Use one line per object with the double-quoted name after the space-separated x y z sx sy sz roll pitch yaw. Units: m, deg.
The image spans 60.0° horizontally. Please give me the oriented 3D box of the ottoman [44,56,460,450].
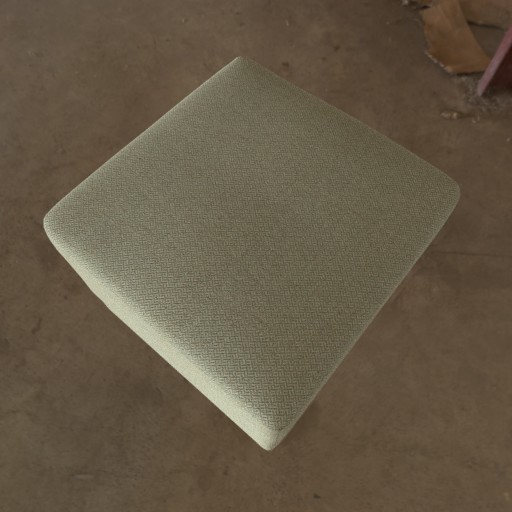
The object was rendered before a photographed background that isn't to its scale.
0.000 0.000 0.898 0.512 0.453 0.521 37 69 17 "ottoman"
